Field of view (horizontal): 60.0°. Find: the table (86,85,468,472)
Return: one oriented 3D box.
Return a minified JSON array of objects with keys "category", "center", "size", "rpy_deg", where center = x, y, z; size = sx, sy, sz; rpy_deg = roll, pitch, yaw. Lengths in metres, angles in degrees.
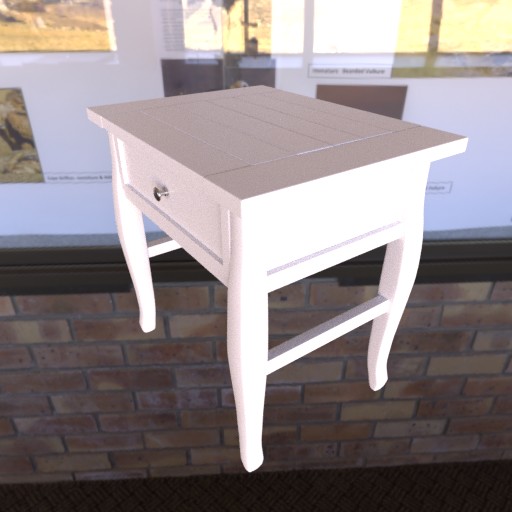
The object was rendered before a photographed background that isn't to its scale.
[{"category":"table","center":[0.000,0.000,0.999],"size":[0.463,0.605,0.599],"rpy_deg":[-20,36,-30]}]
